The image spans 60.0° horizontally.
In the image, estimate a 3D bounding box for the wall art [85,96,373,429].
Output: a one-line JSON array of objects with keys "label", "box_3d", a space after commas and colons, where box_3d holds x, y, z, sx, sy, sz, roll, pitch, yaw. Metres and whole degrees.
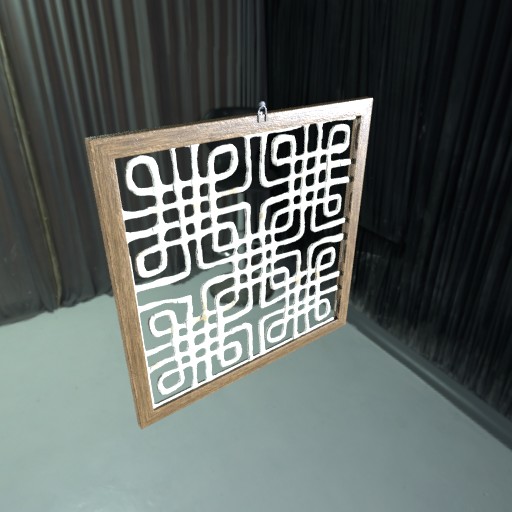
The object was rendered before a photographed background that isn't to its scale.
[{"label": "wall art", "box_3d": [0.000, 0.000, 0.868, 0.561, 0.582, 0.021, -19, 34, -31]}]
